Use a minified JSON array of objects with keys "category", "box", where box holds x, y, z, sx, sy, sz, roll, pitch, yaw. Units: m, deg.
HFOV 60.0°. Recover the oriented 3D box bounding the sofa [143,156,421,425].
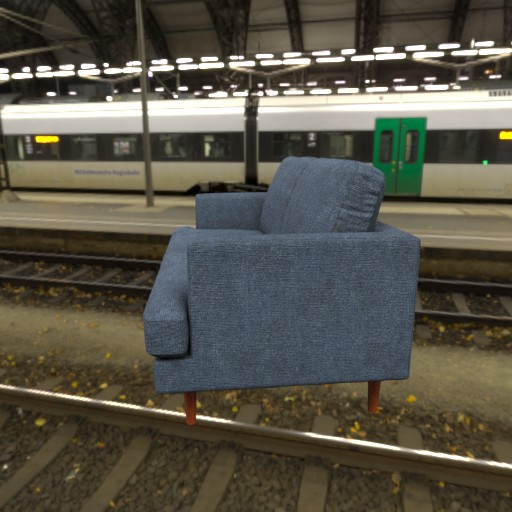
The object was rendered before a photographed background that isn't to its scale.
[{"category":"sofa","box":[0.000,0.000,2.165,0.903,0.944,1.582,-2,14,-6]}]
